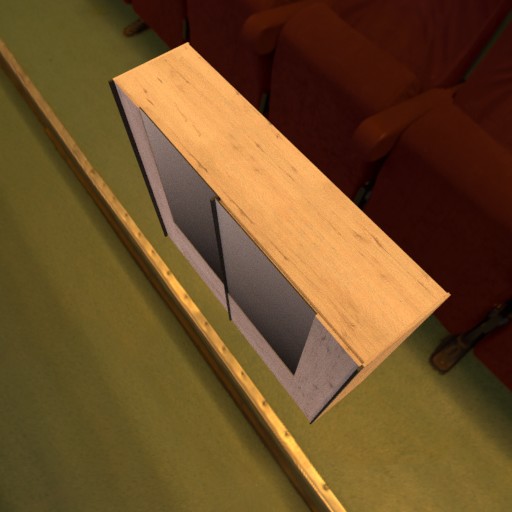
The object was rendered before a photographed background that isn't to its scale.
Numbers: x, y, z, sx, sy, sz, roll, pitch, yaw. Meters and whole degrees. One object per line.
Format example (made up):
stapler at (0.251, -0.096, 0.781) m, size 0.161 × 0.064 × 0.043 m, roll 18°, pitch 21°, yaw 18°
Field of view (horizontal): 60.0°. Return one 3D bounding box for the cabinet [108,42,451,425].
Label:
cabinet at (0.000, 0.000, 3.656) m, size 0.660 × 2.180 × 2.500 m, roll -34°, pitch 68°, yaw -16°
